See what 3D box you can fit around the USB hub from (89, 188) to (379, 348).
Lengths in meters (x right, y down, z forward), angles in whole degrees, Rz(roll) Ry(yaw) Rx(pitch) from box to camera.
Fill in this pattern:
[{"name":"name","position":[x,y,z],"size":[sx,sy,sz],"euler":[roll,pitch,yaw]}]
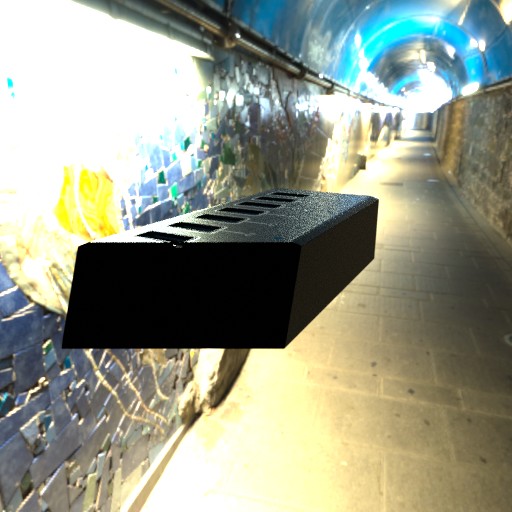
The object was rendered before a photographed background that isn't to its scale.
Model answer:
[{"name":"USB hub","position":[0.000,0.000,0.129],"size":[0.044,0.023,0.110],"euler":[9,19,28]}]
